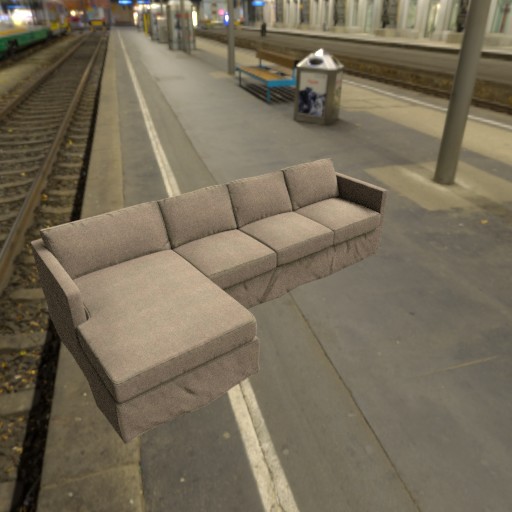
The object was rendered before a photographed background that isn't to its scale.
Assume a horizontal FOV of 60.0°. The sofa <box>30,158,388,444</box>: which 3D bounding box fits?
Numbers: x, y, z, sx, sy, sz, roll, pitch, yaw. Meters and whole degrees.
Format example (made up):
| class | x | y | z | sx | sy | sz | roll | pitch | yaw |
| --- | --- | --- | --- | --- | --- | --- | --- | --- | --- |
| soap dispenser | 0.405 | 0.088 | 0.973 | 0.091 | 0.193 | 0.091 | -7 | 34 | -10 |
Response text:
| class | x | y | z | sx | sy | sz | roll | pitch | yaw |
| --- | --- | --- | --- | --- | --- | --- | --- | --- | --- |
| sofa | 0.000 | 0.000 | 3.808 | 3.205 | 0.922 | 1.650 | -20 | 34 | -32 |
